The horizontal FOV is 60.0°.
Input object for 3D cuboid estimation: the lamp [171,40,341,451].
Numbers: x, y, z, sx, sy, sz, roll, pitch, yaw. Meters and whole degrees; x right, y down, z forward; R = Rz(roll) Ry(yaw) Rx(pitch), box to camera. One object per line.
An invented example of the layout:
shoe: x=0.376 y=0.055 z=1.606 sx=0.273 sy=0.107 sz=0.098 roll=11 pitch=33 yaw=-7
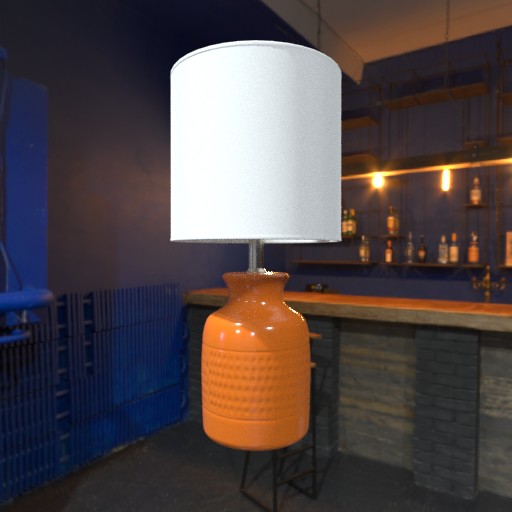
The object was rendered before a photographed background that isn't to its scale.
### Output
lamp: x=0.000 y=0.000 z=1.105 sx=0.418 sy=0.871 sz=0.418 roll=0 pitch=1 yaw=36
